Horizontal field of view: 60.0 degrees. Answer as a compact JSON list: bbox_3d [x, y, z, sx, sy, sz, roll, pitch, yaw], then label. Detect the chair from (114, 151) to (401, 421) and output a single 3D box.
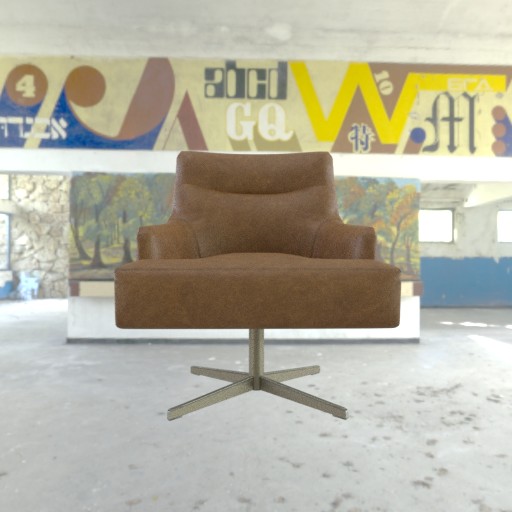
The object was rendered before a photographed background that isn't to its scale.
[{"bbox_3d":[0.000,0.000,1.508,0.729,0.869,0.874,0,0,-1],"label":"chair"}]
